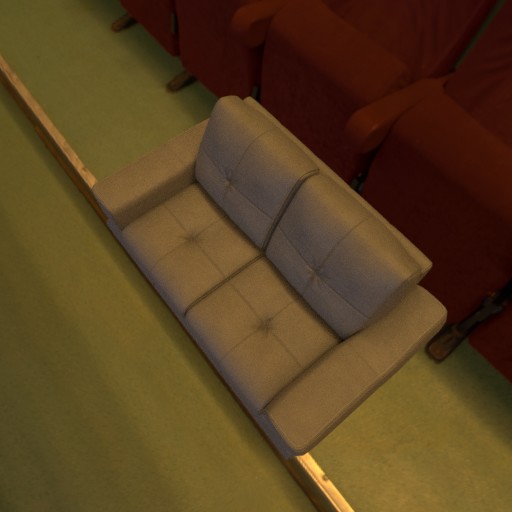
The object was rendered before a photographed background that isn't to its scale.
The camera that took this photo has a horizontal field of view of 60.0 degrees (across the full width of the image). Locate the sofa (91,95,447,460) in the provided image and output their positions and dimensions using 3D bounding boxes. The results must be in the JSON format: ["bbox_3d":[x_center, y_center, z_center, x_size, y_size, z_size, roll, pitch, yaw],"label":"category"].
[{"bbox_3d":[0.000,0.000,2.386,1.018,0.907,1.806,-36,69,-16],"label":"sofa"}]
